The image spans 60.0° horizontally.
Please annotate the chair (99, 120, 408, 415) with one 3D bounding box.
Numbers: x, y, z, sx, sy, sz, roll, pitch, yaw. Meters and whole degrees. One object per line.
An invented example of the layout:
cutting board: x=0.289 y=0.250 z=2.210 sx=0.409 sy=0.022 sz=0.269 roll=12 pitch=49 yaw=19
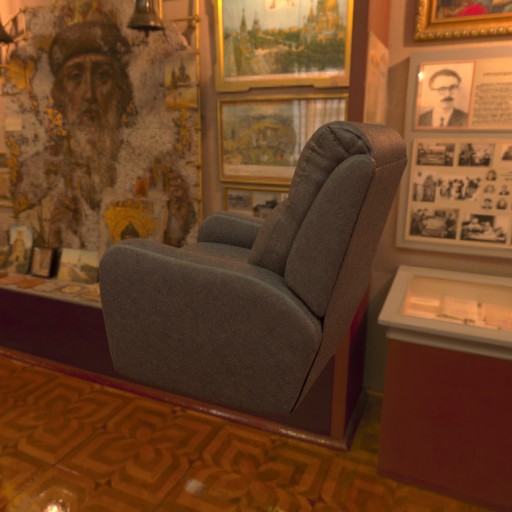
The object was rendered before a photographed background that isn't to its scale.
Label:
chair: x=0.000 y=0.000 z=1.856 sx=1.067 sy=1.067 sz=0.865 roll=8 pitch=17 yaw=25
